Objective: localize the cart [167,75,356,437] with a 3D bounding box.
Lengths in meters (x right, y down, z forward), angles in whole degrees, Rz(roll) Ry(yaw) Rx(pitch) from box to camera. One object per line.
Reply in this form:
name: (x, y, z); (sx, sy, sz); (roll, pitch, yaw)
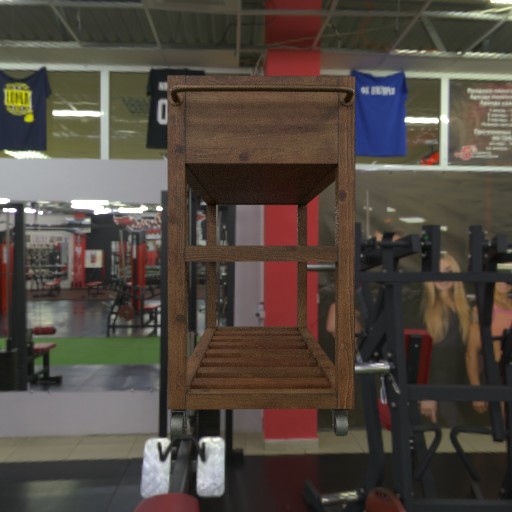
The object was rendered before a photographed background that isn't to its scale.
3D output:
cart: (0.000, 0.000, 1.469); (0.445, 0.830, 1.065); (0, 1, -1)
